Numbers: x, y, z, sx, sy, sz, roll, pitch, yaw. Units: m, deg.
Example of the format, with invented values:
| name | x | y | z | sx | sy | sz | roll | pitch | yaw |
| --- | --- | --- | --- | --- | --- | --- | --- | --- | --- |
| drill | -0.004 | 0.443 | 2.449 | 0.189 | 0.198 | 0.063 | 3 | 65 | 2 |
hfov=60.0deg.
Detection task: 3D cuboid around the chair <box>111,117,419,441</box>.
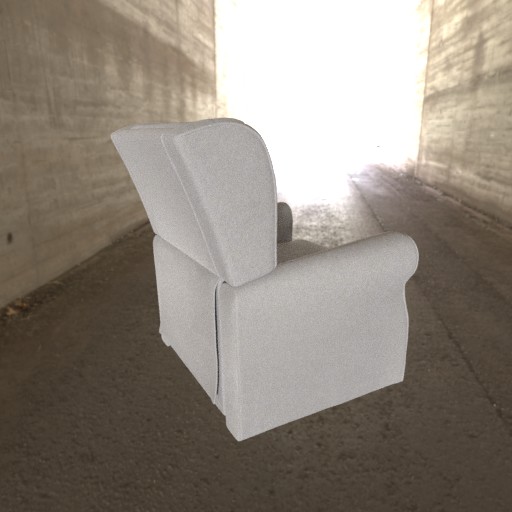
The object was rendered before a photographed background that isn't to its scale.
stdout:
| name | x | y | z | sx | sy | sz | roll | pitch | yaw |
| --- | --- | --- | --- | --- | --- | --- | --- | --- | --- |
| chair | 0.000 | 0.000 | 1.668 | 0.854 | 0.967 | 0.906 | -8 | 17 | -27 |
